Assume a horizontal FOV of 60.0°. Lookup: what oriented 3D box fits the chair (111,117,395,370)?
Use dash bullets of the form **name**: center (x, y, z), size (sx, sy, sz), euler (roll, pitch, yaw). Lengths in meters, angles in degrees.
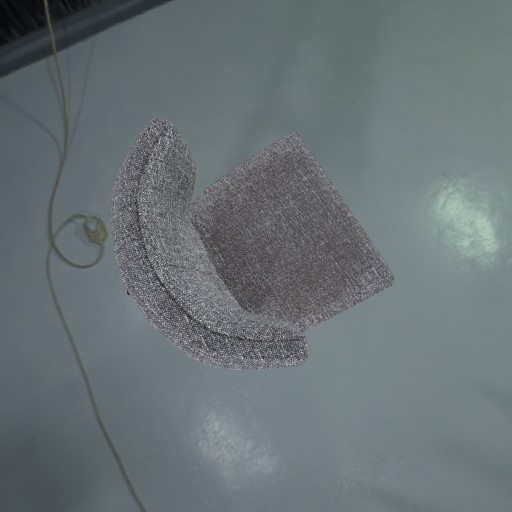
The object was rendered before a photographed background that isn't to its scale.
- **chair**: center (0.000, 0.000, 1.294), size (0.617, 0.824, 0.611), euler (-30, 79, -7)
